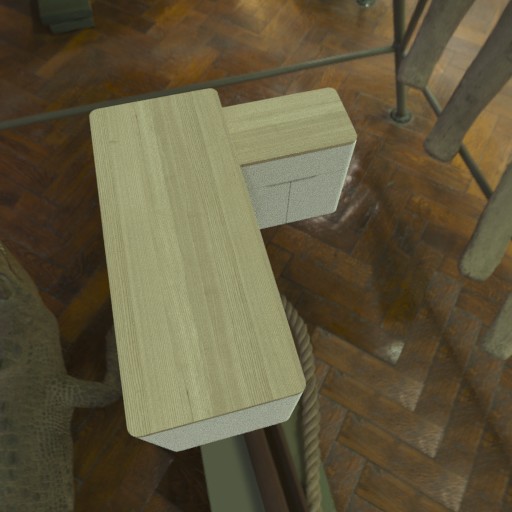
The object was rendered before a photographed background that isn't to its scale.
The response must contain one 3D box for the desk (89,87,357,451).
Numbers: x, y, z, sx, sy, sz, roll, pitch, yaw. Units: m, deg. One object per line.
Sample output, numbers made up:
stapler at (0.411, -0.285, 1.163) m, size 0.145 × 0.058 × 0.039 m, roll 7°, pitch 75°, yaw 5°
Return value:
desk at (0.000, 0.000, 2.073) m, size 1.175 × 0.770 × 1.400 m, roll -13°, pitch 64°, yaw -7°
